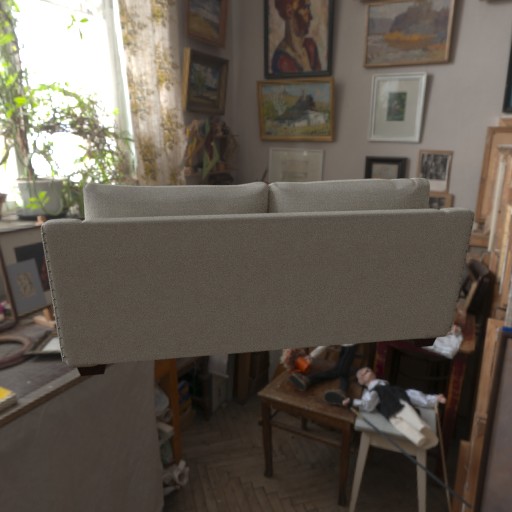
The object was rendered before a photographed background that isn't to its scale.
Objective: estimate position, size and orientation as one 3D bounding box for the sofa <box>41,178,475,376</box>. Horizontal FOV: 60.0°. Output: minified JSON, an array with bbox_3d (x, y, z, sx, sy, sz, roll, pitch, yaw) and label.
[{"bbox_3d":[0.000,0.000,2.712,2.107,0.983,1.104,-3,15,-10],"label":"sofa"}]
